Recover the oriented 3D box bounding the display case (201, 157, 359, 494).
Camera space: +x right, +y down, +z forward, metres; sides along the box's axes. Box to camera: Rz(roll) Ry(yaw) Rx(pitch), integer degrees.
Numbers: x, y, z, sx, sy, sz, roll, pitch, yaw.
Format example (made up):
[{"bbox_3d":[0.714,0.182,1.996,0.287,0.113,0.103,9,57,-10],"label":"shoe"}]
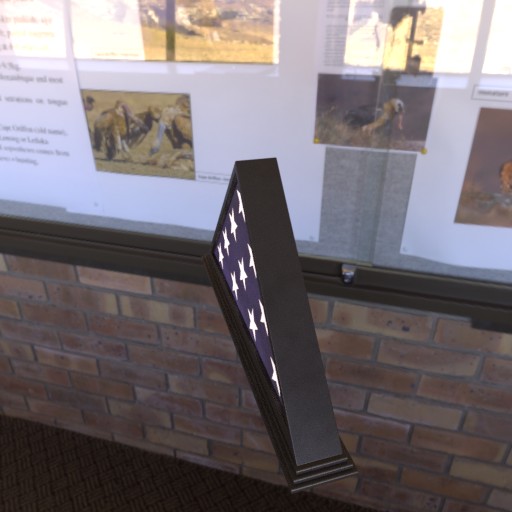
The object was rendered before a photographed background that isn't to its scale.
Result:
[{"bbox_3d":[0.000,0.000,0.763,0.095,0.340,0.640,-8,30,-14],"label":"display case"}]
